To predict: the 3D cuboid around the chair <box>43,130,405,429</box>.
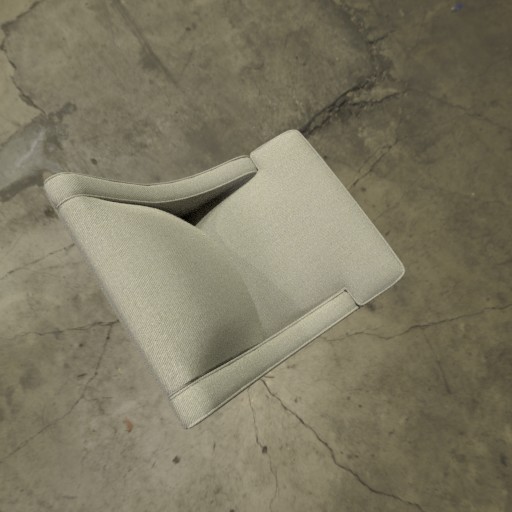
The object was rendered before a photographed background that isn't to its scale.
[{"bbox_3d":[0.000,0.000,1.375,0.748,0.872,0.628,-33,78,-8],"label":"chair"}]
